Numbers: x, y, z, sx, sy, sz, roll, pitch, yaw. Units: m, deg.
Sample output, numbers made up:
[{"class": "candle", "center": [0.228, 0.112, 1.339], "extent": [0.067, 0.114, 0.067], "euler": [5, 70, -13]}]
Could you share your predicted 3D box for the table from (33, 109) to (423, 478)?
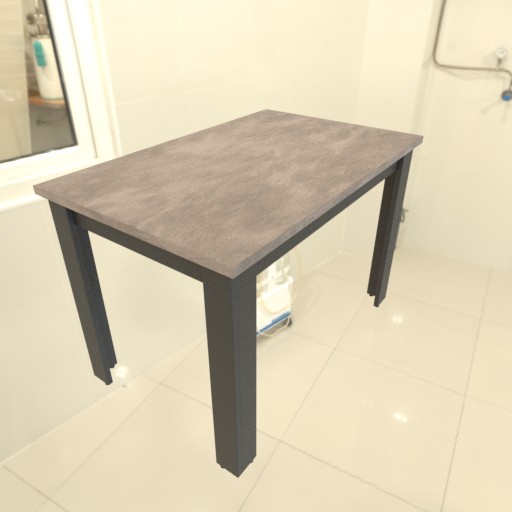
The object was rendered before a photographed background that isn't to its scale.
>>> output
[{"class": "table", "center": [0.000, 0.000, 1.597], "extent": [0.700, 0.734, 1.100], "euler": [21, 37, 30]}]
